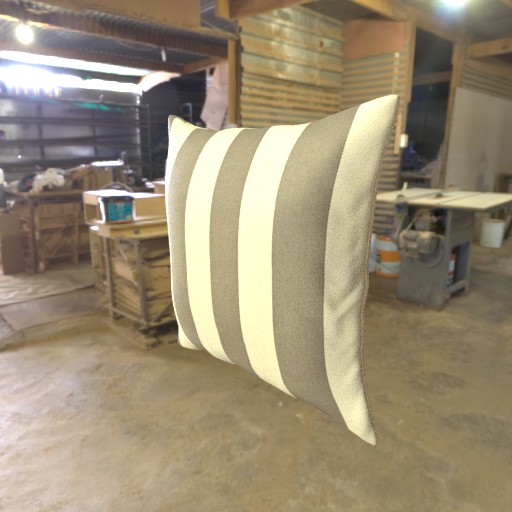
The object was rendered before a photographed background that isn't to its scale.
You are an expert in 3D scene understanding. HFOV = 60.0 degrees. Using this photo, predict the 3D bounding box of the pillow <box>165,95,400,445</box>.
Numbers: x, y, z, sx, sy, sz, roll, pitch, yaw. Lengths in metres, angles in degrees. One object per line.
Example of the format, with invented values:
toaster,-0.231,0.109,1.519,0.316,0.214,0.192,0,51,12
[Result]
pillow,0.000,0.000,0.789,0.192,0.507,0.522,-13,18,-42
